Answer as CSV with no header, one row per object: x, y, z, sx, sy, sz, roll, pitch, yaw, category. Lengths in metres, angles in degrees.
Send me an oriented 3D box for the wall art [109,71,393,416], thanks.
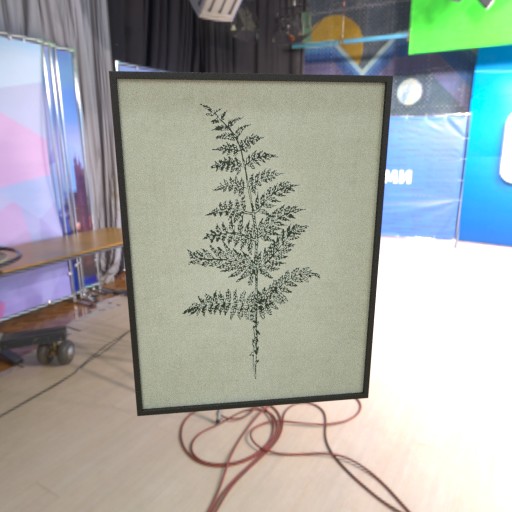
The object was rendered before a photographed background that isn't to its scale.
0.000,0.000,1.401,0.802,1.070,0.036,-2,16,-7,wall art
